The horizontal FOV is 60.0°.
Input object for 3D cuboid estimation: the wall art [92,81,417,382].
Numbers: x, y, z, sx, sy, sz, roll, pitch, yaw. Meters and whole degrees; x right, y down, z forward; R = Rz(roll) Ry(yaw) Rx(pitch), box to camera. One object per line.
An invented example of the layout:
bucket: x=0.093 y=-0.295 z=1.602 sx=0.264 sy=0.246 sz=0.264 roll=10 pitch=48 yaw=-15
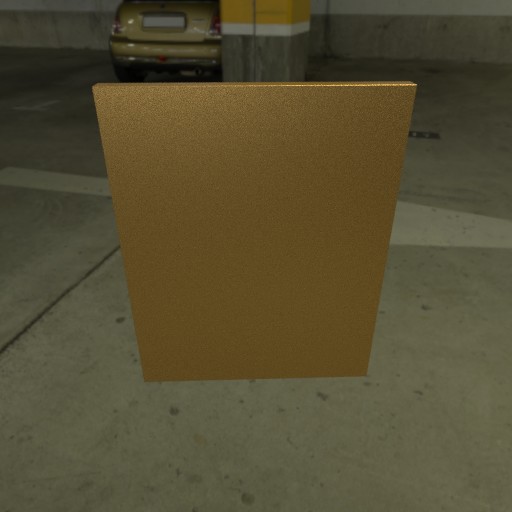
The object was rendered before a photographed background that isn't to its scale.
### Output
wall art: x=0.000 y=0.000 z=1.039 sx=0.610 sy=0.762 sz=0.038 roll=-1 pitch=30 yaw=-2
